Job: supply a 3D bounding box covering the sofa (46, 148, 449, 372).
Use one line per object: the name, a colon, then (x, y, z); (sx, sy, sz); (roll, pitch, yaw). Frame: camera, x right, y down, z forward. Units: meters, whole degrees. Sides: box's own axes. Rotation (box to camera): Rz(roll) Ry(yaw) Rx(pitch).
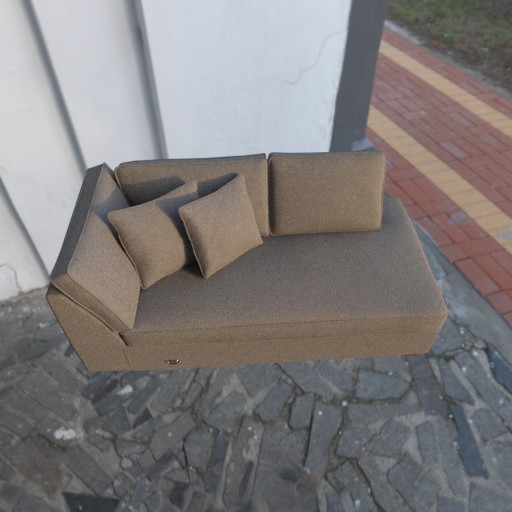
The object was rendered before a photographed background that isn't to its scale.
sofa: (0.000, 0.000, 2.872); (2.237, 1.033, 1.110); (-3, 46, -3)
